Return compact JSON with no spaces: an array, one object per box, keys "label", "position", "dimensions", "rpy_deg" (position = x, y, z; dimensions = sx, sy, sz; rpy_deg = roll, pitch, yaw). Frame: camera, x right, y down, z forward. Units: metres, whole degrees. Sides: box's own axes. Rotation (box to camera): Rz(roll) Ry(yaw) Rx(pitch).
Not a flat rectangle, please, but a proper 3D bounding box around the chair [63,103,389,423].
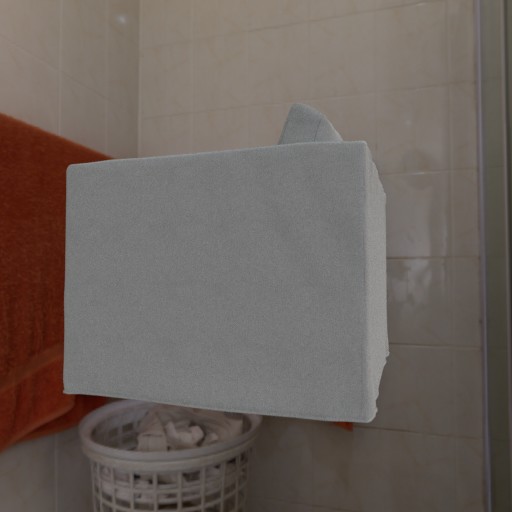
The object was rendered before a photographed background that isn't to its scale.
[{"label":"chair","position":[0.000,0.000,1.710],"dimensions":[0.949,0.863,1.057],"rpy_deg":[-1,-2,19]}]
